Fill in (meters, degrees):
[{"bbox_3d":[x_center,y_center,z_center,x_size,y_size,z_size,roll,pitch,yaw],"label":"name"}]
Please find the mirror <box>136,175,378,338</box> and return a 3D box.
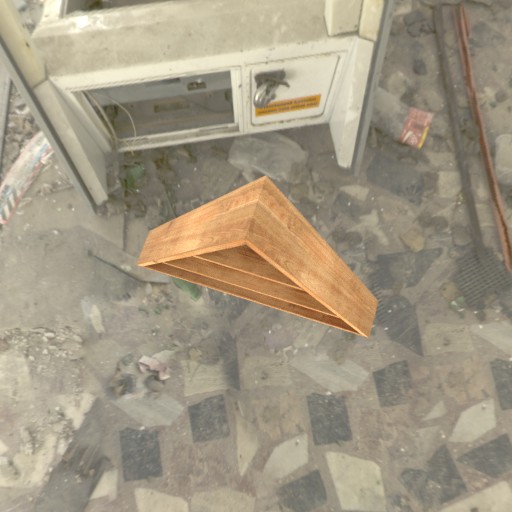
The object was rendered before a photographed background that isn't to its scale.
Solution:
[{"bbox_3d":[0.000,0.000,0.889,0.631,0.548,0.100,17,76,4],"label":"mirror"}]
